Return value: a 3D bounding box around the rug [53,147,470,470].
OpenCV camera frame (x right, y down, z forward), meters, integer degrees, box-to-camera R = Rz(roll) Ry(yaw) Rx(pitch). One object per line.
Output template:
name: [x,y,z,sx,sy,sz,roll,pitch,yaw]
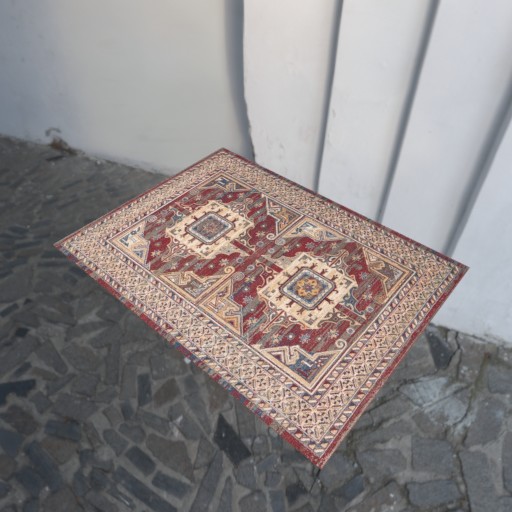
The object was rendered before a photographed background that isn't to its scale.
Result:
rug: [0.000,0.000,4.229,3.197,0.013,2.381,32,53,28]
